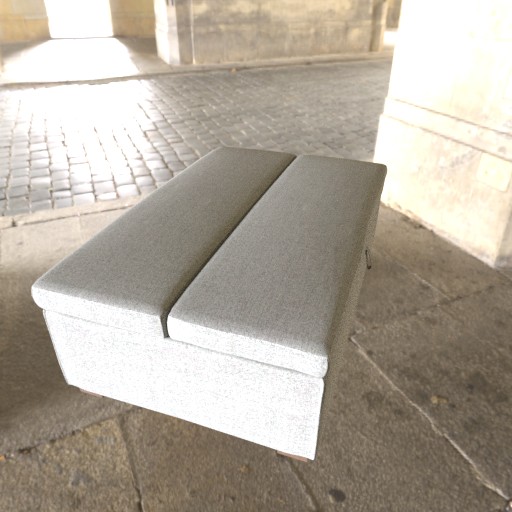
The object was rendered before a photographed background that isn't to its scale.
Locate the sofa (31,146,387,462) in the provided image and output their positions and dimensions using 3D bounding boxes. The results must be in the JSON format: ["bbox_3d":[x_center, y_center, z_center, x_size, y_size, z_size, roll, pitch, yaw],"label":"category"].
[{"bbox_3d":[0.000,0.000,1.616,0.817,0.434,1.250,10,33,17],"label":"sofa"}]
